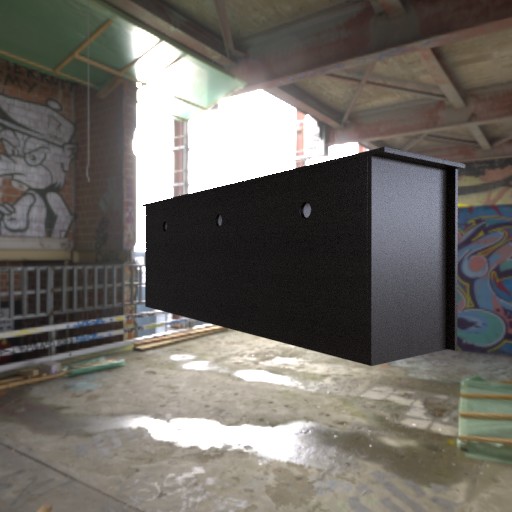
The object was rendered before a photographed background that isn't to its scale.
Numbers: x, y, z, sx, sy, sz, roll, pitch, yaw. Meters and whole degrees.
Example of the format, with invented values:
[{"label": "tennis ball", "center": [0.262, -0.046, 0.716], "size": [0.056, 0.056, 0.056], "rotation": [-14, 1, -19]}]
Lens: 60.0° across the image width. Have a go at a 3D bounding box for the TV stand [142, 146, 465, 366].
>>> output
[{"label": "TV stand", "center": [0.000, 0.000, 2.053], "size": [0.406, 0.610, 1.778], "rotation": [0, 1, -35]}]
